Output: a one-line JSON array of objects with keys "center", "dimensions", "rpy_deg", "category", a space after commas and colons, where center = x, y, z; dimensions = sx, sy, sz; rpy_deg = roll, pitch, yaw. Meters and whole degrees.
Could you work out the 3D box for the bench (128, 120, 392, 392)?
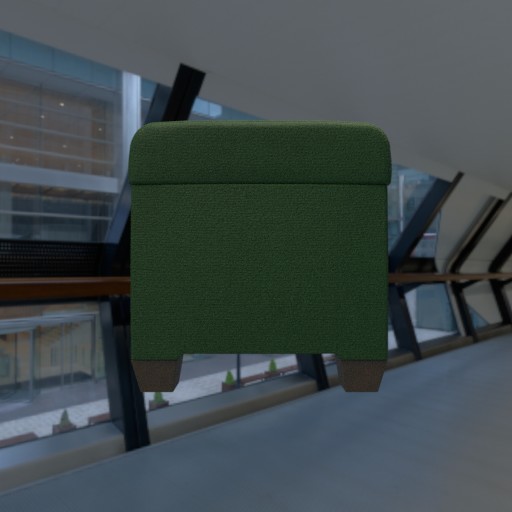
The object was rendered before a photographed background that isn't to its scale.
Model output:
[{"center": [0.000, 0.000, 1.269], "dimensions": [0.505, 0.501, 0.989], "rpy_deg": [0, -1, 0], "category": "bench"}]
